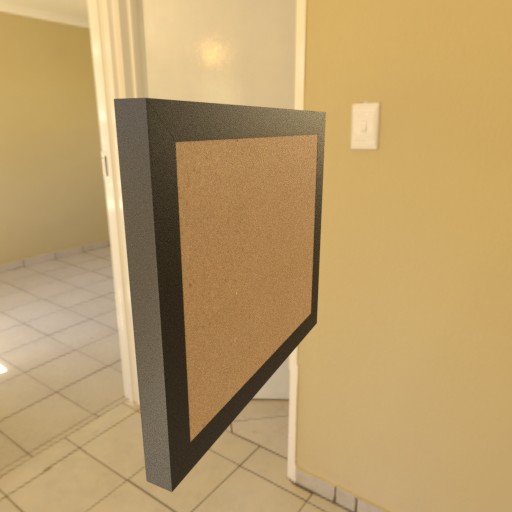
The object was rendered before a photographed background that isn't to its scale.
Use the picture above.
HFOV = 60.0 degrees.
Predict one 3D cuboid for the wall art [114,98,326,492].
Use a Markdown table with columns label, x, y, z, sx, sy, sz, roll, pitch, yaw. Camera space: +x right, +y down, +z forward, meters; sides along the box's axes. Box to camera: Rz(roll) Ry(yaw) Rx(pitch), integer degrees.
| label | x | y | z | sx | sy | sz | roll | pitch | yaw |
| --- | --- | --- | --- | --- | --- | --- | --- | --- | --- |
| wall art | 0.000 | 0.000 | 0.506 | 0.028 | 0.321 | 0.381 | 8 | 18 | 25 |
